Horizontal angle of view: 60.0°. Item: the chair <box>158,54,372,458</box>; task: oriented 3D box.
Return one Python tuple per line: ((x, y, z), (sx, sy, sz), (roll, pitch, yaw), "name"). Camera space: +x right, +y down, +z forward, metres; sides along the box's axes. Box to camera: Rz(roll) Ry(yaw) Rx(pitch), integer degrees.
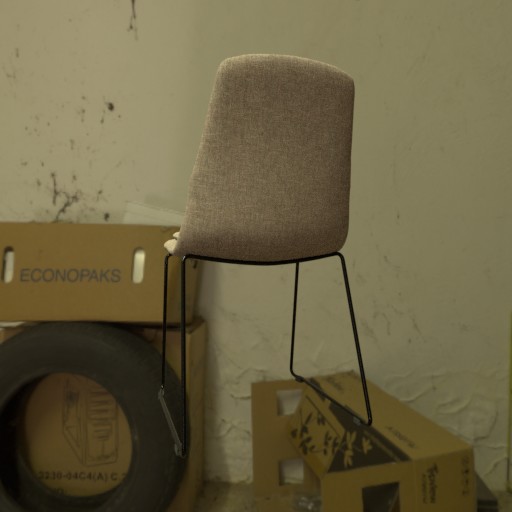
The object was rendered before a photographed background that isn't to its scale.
((0.000, 0.000, 1.181), (0.479, 0.858, 0.518), (-1, 3, -19), "chair")
